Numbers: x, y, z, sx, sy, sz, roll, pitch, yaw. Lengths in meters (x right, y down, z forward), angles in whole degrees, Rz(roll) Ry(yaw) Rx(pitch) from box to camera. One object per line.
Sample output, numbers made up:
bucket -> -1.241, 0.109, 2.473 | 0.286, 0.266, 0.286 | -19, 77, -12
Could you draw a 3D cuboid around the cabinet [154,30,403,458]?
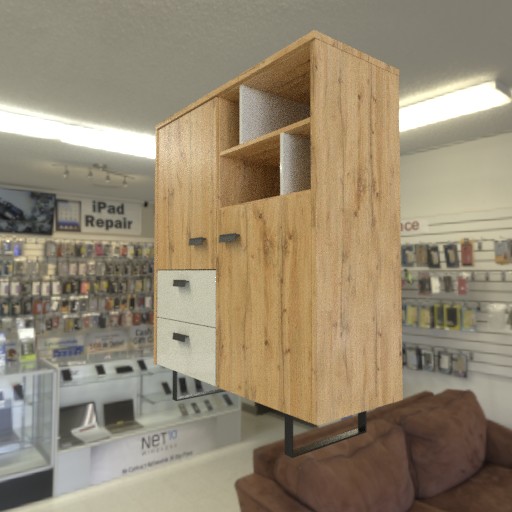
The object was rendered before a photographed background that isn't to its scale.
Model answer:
cabinet -> 0.000, 0.000, 1.978 | 0.473, 1.397, 1.168 | 2, -3, -38
